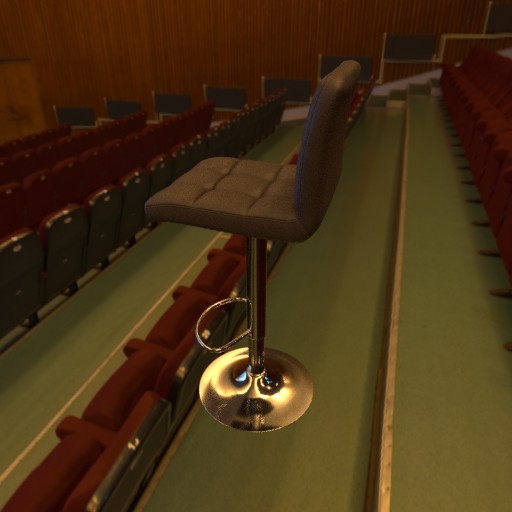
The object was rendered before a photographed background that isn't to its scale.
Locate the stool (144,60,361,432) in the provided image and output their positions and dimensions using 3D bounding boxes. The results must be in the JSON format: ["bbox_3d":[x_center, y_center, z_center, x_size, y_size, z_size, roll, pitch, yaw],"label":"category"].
[{"bbox_3d":[0.000,0.000,1.389,0.505,1.115,0.430,8,30,15],"label":"stool"}]
